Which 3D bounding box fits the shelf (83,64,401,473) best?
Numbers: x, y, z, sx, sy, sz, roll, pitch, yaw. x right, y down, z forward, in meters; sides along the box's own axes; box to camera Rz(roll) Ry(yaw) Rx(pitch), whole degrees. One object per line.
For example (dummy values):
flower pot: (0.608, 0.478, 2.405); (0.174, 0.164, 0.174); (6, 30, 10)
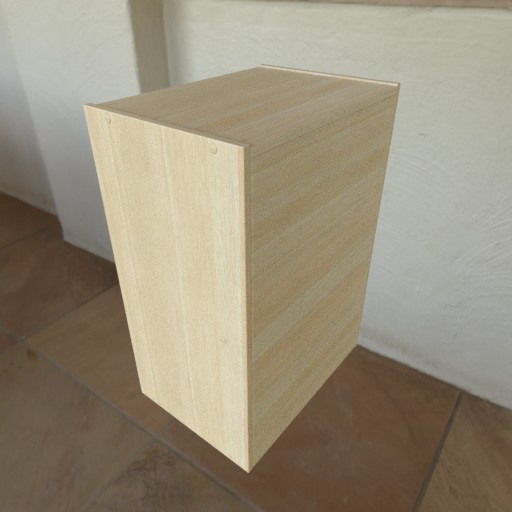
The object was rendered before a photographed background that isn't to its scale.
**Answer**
shelf: (0.000, 0.000, 0.836); (0.290, 0.592, 0.414); (23, 39, 31)
